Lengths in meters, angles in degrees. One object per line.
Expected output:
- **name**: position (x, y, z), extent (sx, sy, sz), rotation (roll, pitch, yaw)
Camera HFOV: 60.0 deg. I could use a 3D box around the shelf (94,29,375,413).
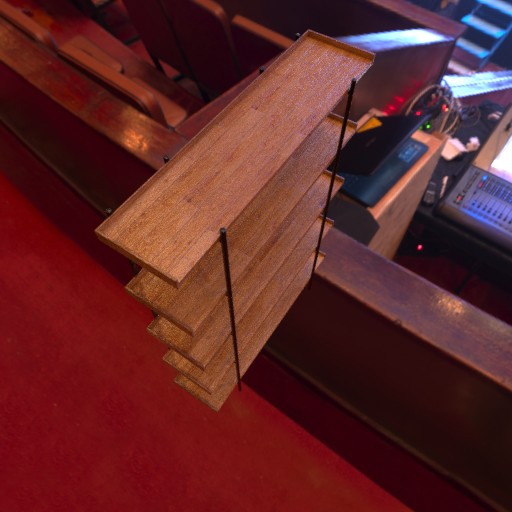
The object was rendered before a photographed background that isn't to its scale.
- **shelf**: position (0.000, 0.000, 2.444), extent (0.379, 1.826, 1.371), rotation (30, 62, 17)
